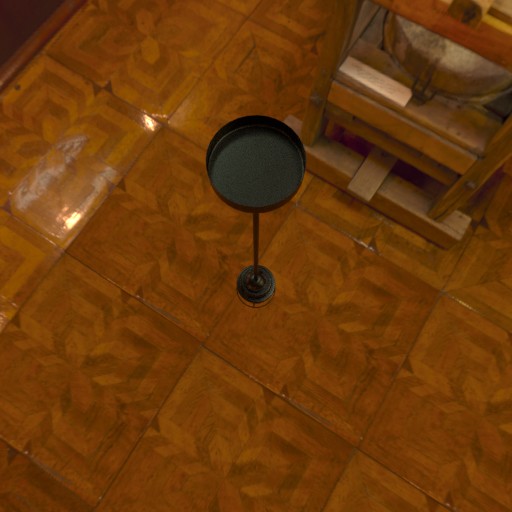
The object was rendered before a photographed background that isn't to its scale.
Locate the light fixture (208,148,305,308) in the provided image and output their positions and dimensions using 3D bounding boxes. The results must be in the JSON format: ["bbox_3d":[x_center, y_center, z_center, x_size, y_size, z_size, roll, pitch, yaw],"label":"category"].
[{"bbox_3d":[0.000,0.000,0.986,0.123,0.920,0.123,34,78,8],"label":"light fixture"}]
